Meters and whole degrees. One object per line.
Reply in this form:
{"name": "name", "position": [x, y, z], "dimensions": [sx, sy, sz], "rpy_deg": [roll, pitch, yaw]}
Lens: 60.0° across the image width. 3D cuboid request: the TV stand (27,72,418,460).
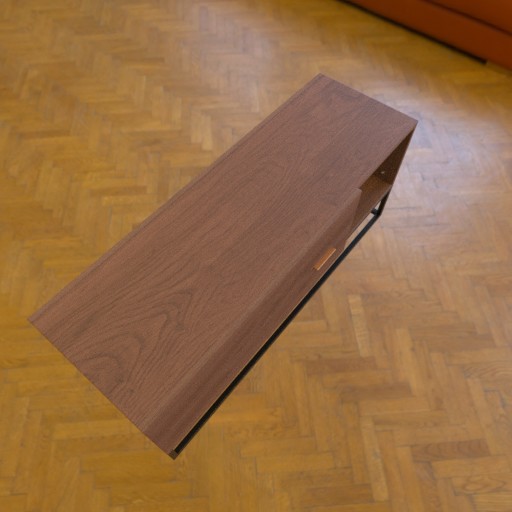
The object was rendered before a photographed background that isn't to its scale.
{"name": "TV stand", "position": [0.000, 0.000, 1.433], "dimensions": [0.415, 0.500, 1.200], "rpy_deg": [35, 64, 20]}
